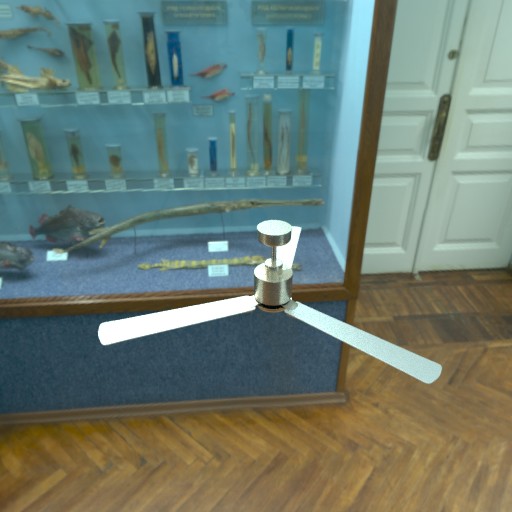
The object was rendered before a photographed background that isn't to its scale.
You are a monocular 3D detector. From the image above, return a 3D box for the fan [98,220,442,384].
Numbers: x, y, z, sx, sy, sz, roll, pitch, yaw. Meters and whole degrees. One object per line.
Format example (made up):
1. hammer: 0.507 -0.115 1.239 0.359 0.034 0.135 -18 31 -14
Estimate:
1. fan: 0.000 0.000 2.381 1.561 0.446 1.531 -1 30 -2
